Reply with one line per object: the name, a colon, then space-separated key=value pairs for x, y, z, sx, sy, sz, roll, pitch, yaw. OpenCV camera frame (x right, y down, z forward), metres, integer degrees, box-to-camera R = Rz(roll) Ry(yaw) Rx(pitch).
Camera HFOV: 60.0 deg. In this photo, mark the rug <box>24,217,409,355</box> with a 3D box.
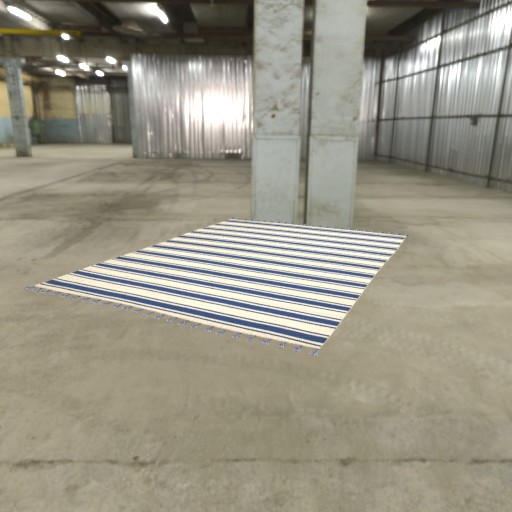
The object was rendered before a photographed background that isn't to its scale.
rug: x=0.000 y=0.000 z=4.472 sx=2.471 sy=0.016 sz=3.416 roll=8 pitch=17 yaw=26
